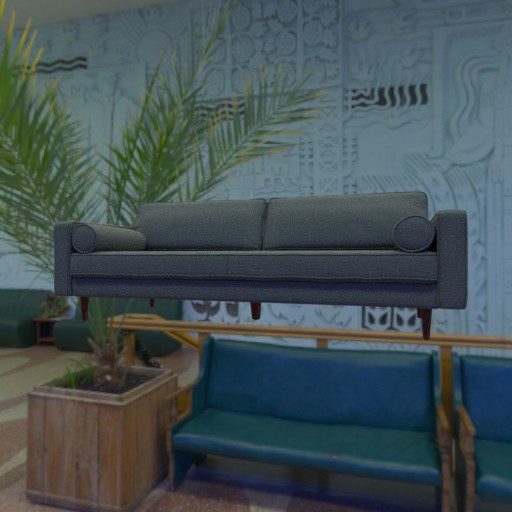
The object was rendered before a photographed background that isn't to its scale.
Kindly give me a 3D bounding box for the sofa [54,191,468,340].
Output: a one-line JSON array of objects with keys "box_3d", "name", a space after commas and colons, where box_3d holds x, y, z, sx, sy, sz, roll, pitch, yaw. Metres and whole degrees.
[{"box_3d": [0.000, 0.000, 2.640, 2.198, 0.762, 0.914, 0, 0, 18], "name": "sofa"}]
